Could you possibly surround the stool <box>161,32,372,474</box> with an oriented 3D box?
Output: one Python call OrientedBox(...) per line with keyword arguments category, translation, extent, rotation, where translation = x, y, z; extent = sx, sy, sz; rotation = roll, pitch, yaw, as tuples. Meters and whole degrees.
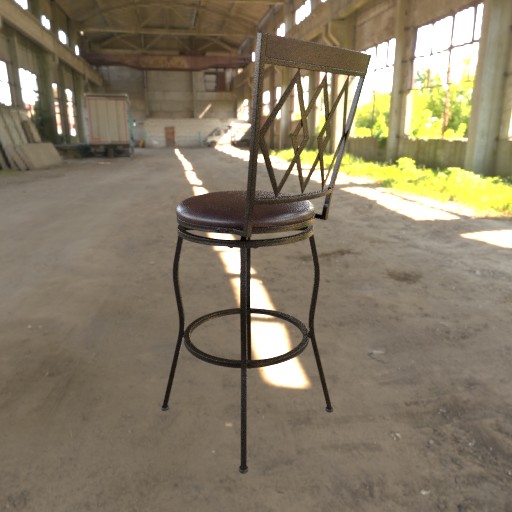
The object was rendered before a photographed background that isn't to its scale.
OrientedBox(category="stool", translation=(0.000, 0.000, 1.358), extent=(0.432, 1.134, 0.521), rotation=(-15, 22, -42))
